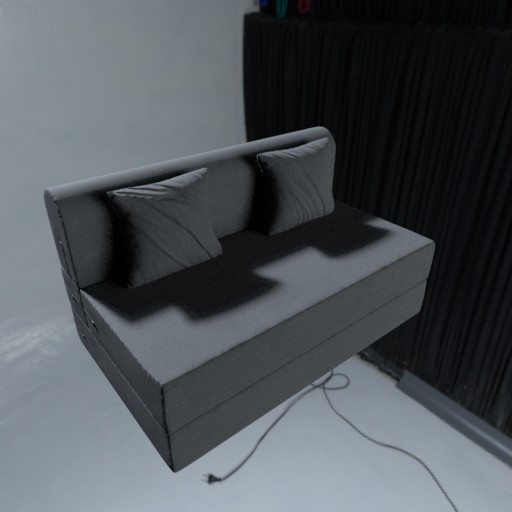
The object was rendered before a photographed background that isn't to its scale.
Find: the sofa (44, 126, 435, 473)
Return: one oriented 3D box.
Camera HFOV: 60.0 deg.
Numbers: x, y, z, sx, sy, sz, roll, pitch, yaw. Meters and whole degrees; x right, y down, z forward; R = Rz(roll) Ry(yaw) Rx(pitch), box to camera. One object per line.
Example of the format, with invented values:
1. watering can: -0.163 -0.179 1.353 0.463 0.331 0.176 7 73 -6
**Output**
1. sofa: 0.000 0.000 1.676 1.225 0.670 0.762 -22 37 -33
